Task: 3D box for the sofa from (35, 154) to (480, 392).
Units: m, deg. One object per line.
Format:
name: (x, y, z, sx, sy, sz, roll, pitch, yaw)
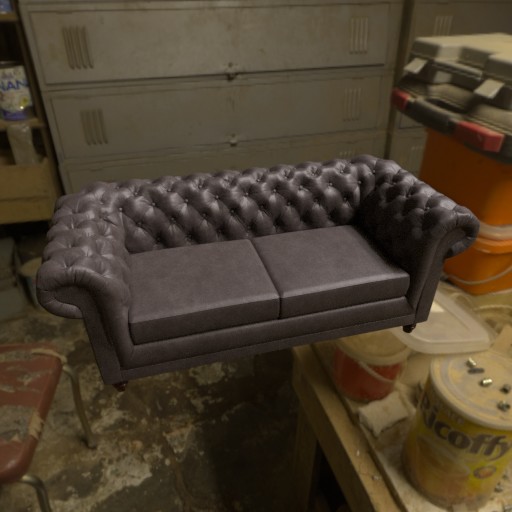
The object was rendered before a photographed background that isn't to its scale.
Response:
sofa: (0.000, 0.000, 2.459, 2.048, 0.779, 0.944, -8, 33, -13)
